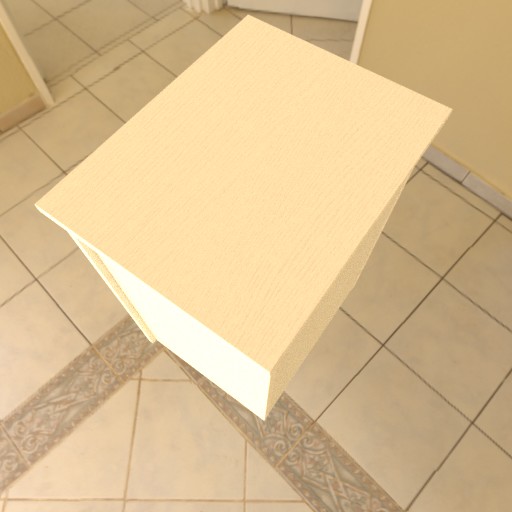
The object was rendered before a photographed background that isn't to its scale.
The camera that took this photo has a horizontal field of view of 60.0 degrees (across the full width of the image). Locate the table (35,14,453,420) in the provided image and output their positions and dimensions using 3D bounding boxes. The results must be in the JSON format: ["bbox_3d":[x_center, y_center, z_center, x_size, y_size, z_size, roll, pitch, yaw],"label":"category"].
[{"bbox_3d":[0.000,0.000,0.907,0.381,0.635,0.480,33,67,15],"label":"table"}]
